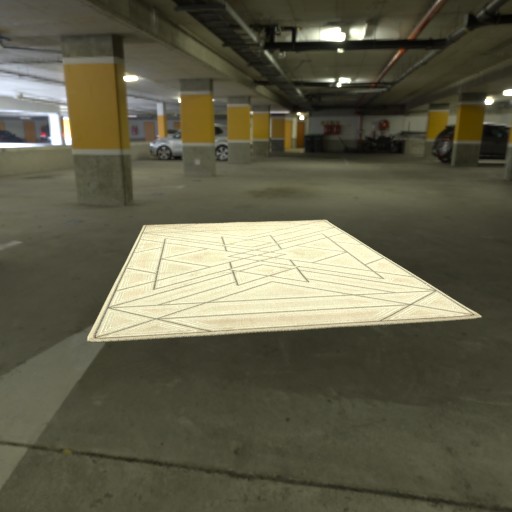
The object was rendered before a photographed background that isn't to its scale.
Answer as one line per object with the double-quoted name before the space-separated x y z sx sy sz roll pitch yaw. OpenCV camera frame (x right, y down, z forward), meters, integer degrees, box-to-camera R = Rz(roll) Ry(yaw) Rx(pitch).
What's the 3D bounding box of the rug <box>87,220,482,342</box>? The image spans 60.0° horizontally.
"rug" 0.000 0.000 4.267 2.436 0.026 3.381 -2 15 -8
